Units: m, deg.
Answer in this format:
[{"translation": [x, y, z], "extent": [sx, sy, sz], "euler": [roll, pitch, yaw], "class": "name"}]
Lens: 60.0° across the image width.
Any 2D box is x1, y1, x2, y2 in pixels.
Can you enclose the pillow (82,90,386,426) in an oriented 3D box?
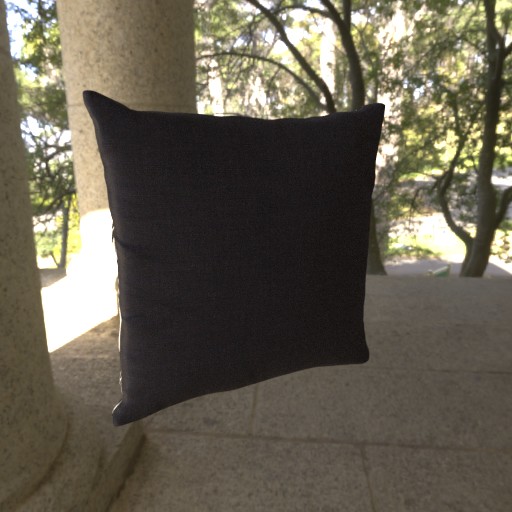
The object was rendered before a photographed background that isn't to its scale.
[{"translation": [0.000, 0.000, 0.639], "extent": [0.432, 0.432, 0.139], "euler": [-7, 16, -24], "class": "pillow"}]
